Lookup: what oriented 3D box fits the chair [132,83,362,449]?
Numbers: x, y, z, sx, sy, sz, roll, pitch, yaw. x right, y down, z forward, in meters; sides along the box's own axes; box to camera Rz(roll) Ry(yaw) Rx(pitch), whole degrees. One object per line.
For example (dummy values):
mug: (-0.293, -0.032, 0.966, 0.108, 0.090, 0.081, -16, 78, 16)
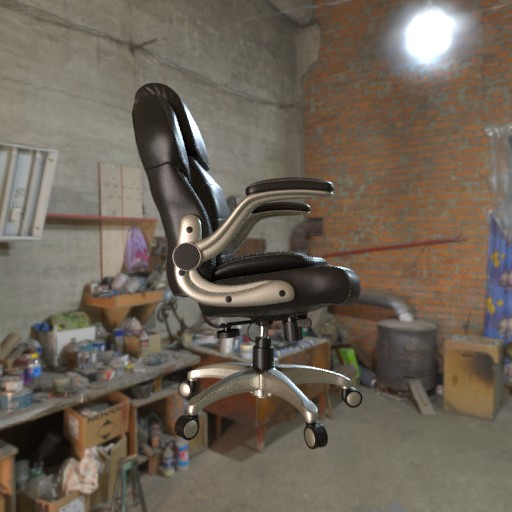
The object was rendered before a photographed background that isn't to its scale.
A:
chair: (0.000, 0.000, 1.642, 0.801, 1.141, 0.724, 0, 1, 1)
